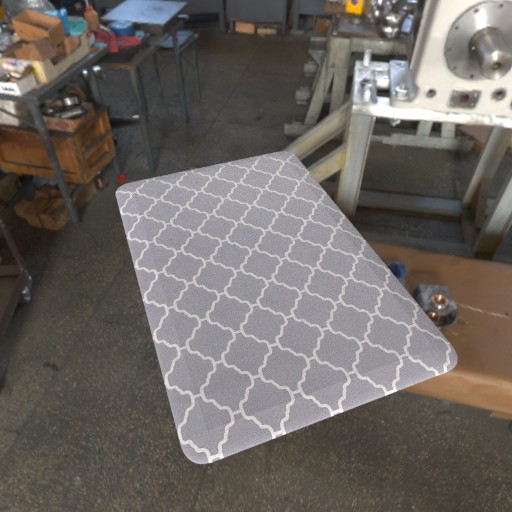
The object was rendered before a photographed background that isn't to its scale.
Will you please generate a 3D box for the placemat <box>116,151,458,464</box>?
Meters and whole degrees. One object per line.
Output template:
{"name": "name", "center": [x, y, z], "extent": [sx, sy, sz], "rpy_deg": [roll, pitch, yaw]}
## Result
{"name": "placemat", "center": [0.000, 0.000, 0.968], "extent": [0.508, 0.021, 0.762], "rpy_deg": [-15, 47, -15]}
